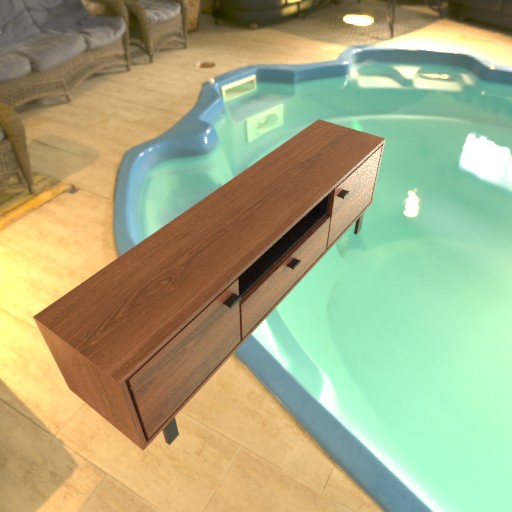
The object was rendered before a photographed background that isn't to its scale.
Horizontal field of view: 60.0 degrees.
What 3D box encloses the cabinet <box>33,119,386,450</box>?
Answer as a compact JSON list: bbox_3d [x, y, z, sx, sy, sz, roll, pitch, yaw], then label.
[{"bbox_3d":[0.000,0.000,1.862,0.400,0.500,1.650,26,47,26],"label":"cabinet"}]
